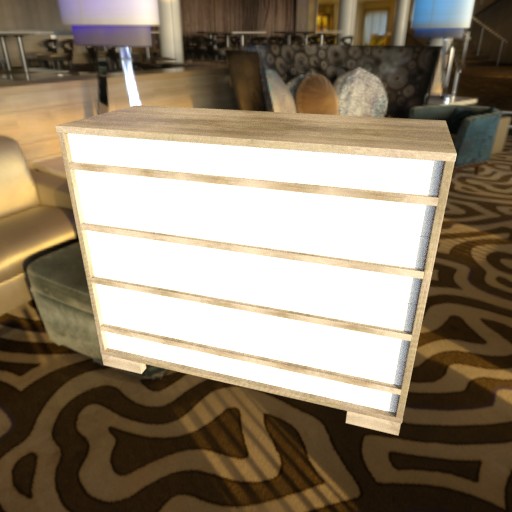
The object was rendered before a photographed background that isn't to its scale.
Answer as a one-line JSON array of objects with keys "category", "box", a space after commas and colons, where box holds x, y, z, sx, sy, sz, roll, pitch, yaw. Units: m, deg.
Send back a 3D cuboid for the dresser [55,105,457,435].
[{"category": "dresser", "box": [0.000, 0.000, 1.398, 0.994, 0.816, 0.404, 8, 28, 16]}]
